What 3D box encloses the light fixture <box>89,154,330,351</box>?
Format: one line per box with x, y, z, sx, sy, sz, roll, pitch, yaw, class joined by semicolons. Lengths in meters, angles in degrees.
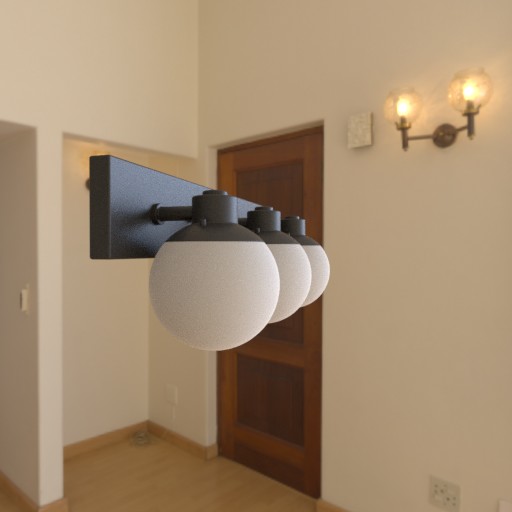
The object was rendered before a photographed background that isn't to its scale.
0.000;0.000;0.876;0.218;0.263;0.721;0;1;18;light fixture
